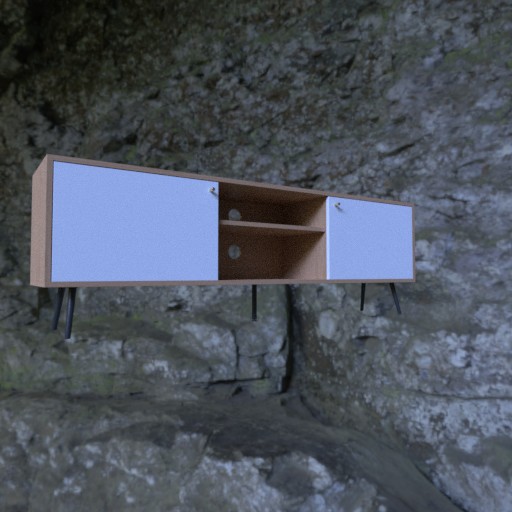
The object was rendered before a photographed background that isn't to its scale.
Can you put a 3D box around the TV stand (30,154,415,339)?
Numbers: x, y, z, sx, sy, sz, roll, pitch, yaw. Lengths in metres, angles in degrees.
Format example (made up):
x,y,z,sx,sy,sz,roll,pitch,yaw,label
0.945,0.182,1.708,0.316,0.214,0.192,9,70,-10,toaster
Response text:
x,y,z,sx,sy,sz,roll,pitch,yaw,label
0.000,0.000,1.979,1.760,0.580,0.400,2,-3,-33,TV stand
